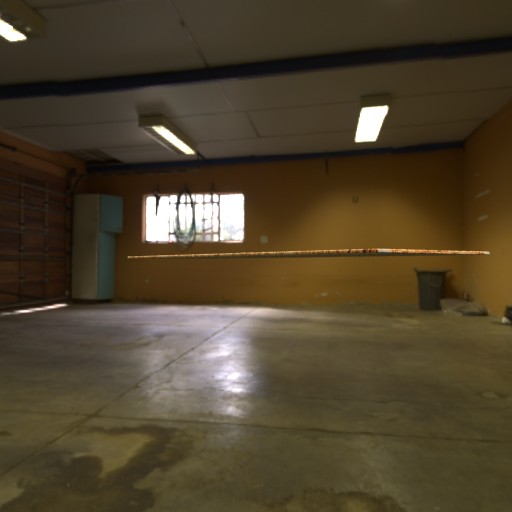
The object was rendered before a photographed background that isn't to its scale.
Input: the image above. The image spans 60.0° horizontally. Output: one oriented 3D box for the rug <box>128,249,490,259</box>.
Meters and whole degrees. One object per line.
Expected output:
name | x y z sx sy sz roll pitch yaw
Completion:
rug | 0.000 0.000 2.465 0.680 0.014 2.237 1 -1 -35
